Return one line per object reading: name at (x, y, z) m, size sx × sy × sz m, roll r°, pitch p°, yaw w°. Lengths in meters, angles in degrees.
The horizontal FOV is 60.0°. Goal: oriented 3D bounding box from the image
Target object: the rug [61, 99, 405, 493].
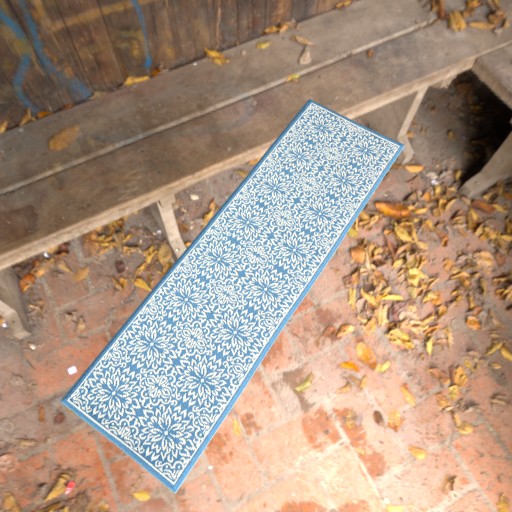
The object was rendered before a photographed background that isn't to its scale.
rug at (0.000, 0.000, 2.317) m, size 0.662 × 0.011 × 2.196 m, roll 31°, pitch 68°, yaw 14°
